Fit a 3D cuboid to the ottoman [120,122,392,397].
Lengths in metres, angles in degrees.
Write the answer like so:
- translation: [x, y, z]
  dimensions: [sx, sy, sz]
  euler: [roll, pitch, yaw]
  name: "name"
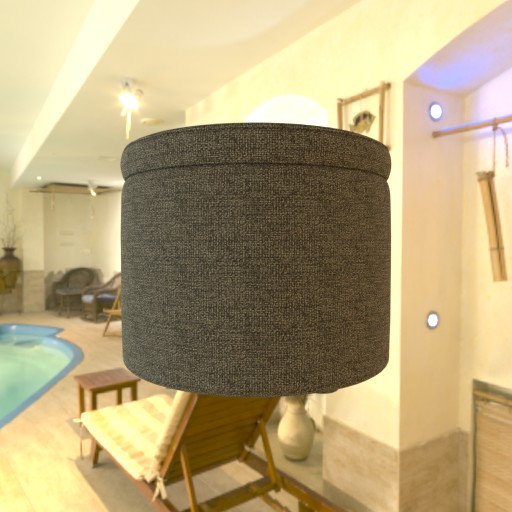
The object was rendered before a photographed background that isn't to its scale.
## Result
- translation: [0.000, 0.000, 0.890]
  dimensions: [0.520, 0.430, 0.520]
  euler: [0, 2, 0]
  name: "ottoman"
